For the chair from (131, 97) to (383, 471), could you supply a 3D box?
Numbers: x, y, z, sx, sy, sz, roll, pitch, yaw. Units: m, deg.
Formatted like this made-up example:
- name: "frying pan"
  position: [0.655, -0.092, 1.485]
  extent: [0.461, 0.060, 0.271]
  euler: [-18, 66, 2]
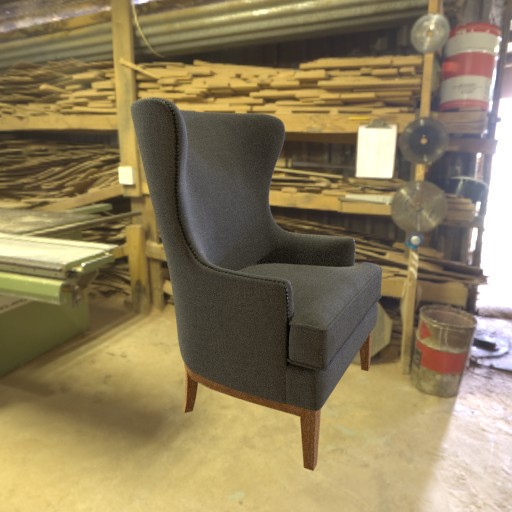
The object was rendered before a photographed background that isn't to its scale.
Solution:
- name: "chair"
  position: [0.000, 0.000, 1.813]
  extent: [0.883, 1.176, 0.864]
  euler: [7, 15, 26]
